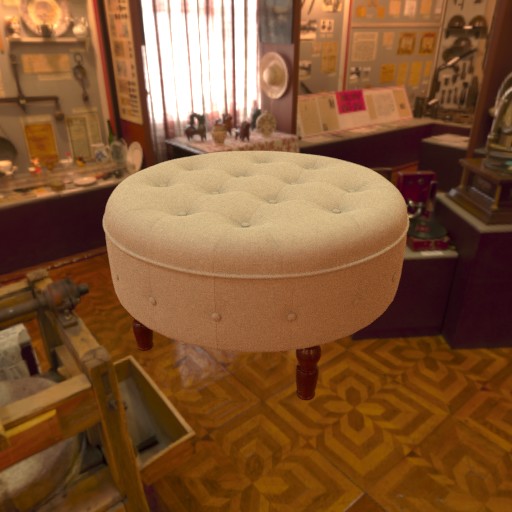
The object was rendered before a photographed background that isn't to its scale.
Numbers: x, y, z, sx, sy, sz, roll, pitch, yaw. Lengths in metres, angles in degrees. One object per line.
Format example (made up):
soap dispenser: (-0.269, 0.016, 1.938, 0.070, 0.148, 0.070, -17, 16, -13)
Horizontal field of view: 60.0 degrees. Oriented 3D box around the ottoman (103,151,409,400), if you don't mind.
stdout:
ottoman: (0.000, 0.000, 1.357, 0.849, 0.478, 0.849, 0, 27, 0)
